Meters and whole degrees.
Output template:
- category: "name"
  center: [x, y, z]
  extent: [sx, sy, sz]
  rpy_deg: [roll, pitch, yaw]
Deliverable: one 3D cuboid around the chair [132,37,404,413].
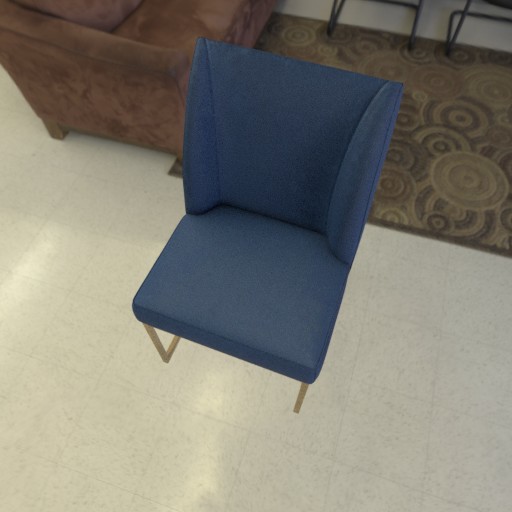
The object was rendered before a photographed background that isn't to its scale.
- category: "chair"
  center: [0.000, 0.000, 1.193]
  extent: [0.508, 0.863, 0.522]
  rpy_deg: [18, 60, 11]
